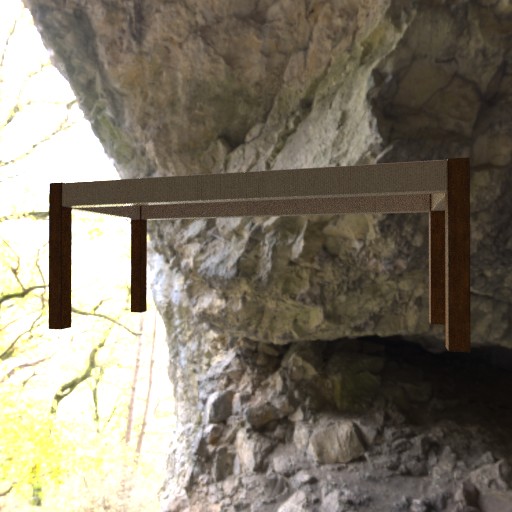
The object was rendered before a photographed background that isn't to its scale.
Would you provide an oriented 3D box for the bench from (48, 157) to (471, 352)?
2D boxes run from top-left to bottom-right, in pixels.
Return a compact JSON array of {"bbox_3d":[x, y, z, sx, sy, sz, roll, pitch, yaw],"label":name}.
[{"bbox_3d":[0.000,0.000,1.452,1.198,0.457,0.507,0,0,17],"label":"bench"}]
